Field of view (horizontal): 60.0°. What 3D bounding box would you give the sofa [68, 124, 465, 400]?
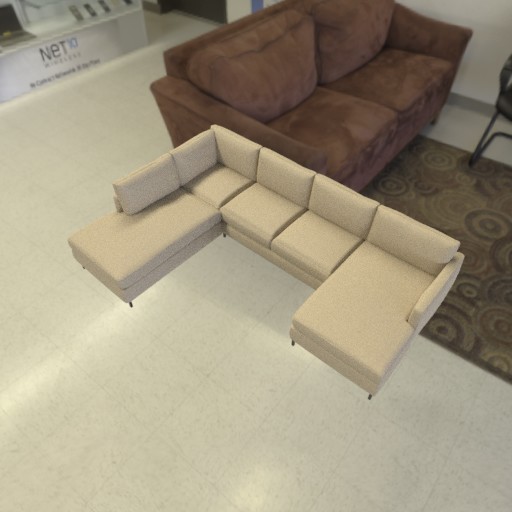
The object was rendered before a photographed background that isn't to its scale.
[{"bbox_3d":[0.000,0.000,3.678,2.737,0.756,1.879,32,55,27],"label":"sofa"}]
